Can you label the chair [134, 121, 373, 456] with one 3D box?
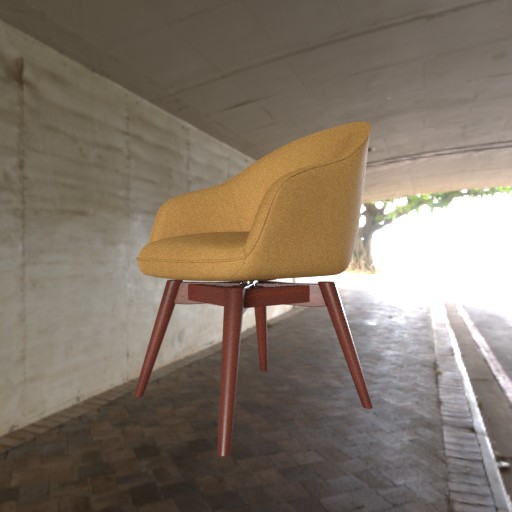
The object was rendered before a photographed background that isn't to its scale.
[{"bbox_3d":[0.000,0.000,1.266,0.635,0.823,0.596,0,1,-37],"label":"chair"}]
